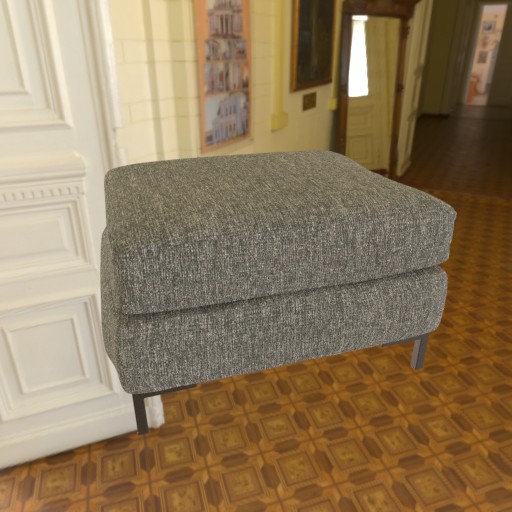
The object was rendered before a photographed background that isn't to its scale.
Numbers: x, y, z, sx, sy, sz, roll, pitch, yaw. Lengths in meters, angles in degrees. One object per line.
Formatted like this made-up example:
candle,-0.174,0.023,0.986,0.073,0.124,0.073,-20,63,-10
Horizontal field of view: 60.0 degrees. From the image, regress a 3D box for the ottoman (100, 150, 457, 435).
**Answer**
ottoman,0.000,0.000,1.230,0.828,0.480,0.683,-8,26,-16
